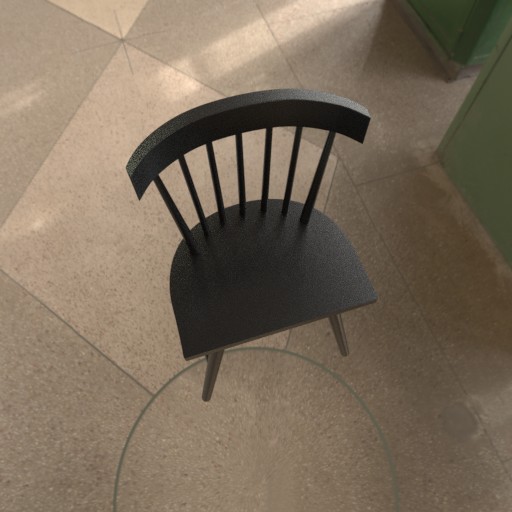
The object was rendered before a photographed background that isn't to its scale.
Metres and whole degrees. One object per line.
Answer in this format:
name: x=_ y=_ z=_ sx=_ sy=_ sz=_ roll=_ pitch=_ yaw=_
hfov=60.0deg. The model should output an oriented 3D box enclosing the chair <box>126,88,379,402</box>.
chair: x=0.000 y=0.000 z=1.171 sx=0.506 sy=0.844 sz=0.483 roll=-16 pitch=64 yaw=-8
